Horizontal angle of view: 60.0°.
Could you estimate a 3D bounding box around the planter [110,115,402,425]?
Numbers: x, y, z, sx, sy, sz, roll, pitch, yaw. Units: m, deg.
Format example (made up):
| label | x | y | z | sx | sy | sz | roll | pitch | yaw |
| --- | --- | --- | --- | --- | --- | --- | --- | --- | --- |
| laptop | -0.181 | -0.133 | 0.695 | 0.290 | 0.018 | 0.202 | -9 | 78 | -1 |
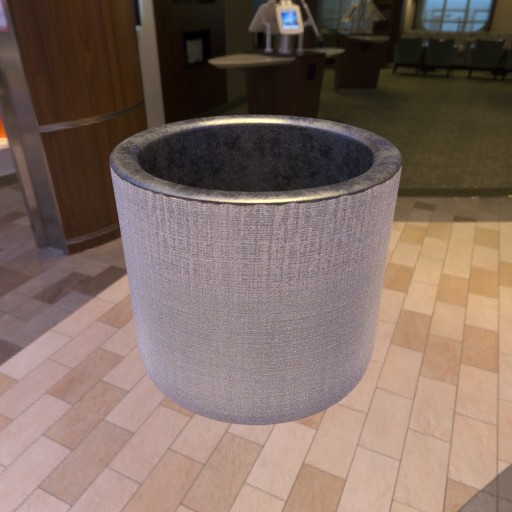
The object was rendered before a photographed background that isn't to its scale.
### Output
| label | x | y | z | sx | sy | sz | roll | pitch | yaw |
| --- | --- | --- | --- | --- | --- | --- | --- | --- | --- |
| planter | 0.000 | 0.000 | 0.221 | 0.125 | 0.112 | 0.125 | 0 | 30 | 0 |
